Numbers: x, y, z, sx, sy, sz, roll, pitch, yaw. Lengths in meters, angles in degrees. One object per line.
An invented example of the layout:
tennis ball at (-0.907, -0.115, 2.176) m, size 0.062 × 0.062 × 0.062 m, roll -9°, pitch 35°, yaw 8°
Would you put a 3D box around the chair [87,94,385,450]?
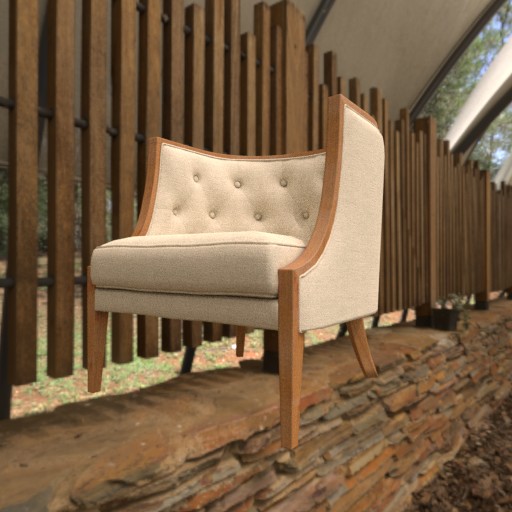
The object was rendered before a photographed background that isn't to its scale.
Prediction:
chair at (0.000, 0.000, 1.363) m, size 0.711 × 0.775 × 0.757 m, roll 0°, pitch -1°, yaw 35°
